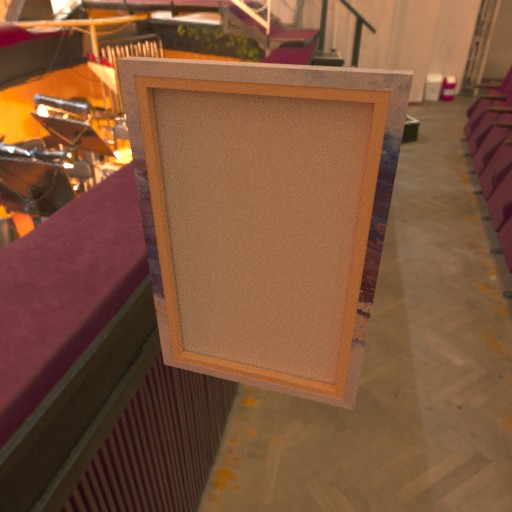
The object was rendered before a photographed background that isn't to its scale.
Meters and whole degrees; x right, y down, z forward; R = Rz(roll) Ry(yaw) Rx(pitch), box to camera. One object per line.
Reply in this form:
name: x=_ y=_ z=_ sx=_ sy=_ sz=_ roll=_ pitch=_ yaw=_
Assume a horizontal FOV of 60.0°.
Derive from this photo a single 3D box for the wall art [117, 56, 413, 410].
wall art: x=0.000 y=0.000 z=1.089 sx=0.583 sy=0.874 sz=0.048 roll=9 pitch=33 yaw=14
